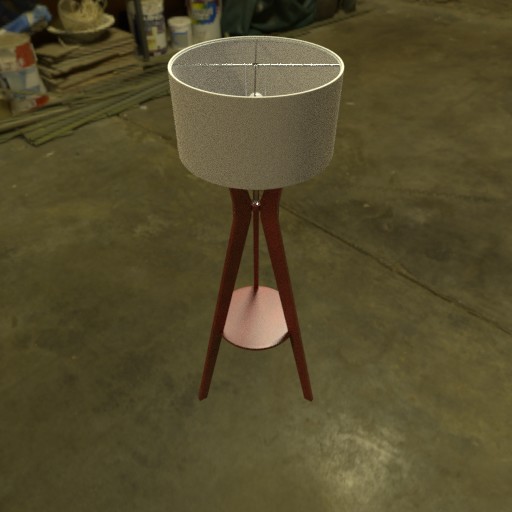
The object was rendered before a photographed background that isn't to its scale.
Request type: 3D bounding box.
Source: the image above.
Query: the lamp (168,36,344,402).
[{"bbox_3d":[0.000,0.000,1.716,0.539,1.472,0.542,0,42,0],"label":"lamp"}]
